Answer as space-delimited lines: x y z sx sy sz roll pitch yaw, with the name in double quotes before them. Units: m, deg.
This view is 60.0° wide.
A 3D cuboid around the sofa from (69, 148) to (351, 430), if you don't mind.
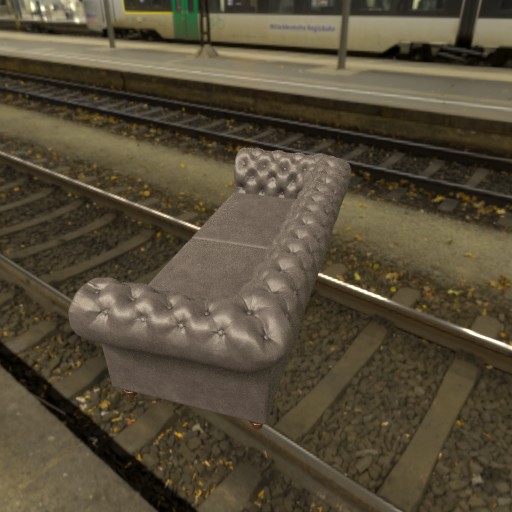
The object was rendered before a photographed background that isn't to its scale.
"sofa" 0.000 0.000 2.848 0.944 0.783 2.385 9 31 15
